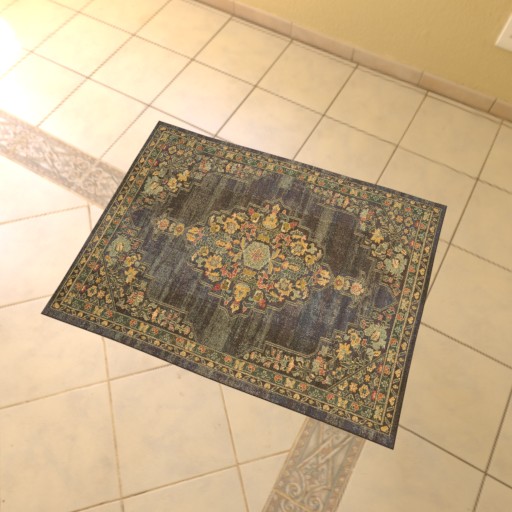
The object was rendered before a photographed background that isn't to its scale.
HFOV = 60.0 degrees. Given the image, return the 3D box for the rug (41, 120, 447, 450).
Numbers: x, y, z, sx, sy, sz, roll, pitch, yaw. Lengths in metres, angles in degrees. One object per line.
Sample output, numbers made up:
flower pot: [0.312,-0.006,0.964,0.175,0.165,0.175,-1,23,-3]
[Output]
rug: [0.000,0.000,4.727,3.612,0.035,2.716,19,65,9]
